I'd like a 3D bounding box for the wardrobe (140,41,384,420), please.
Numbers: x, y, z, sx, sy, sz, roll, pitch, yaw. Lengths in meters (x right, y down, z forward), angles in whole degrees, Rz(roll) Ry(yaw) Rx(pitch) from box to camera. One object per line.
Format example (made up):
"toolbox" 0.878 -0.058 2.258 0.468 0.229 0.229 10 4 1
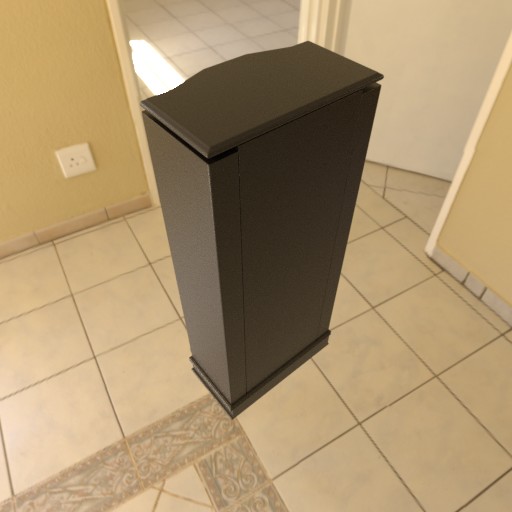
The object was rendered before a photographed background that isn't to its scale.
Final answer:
"wardrobe" 0.000 0.000 1.226 0.444 1.011 0.295 -31 55 -25
